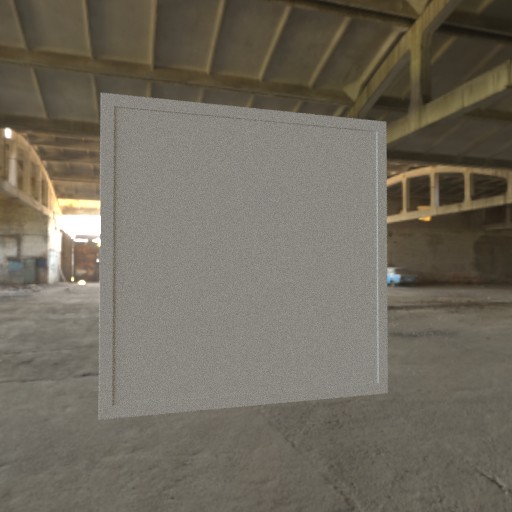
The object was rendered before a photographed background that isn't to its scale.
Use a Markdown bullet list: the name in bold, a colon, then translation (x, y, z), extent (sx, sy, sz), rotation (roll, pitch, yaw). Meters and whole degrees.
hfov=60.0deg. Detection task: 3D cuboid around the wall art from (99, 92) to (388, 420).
- **wall art**: translation (0.000, 0.000, 0.993), extent (0.660, 0.660, 0.015), rotation (0, -1, -16)
